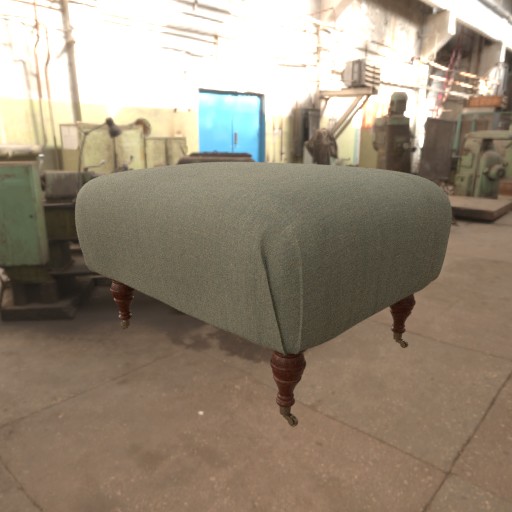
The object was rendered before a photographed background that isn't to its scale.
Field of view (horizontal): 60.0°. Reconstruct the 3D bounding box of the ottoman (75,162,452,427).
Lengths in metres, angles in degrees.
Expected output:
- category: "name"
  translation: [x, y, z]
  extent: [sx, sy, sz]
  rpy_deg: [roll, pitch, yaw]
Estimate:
- category: "ottoman"
  translation: [0.000, 0.000, 1.094]
  extent: [0.747, 0.450, 0.622]
  rpy_deg: [14, 21, 42]
